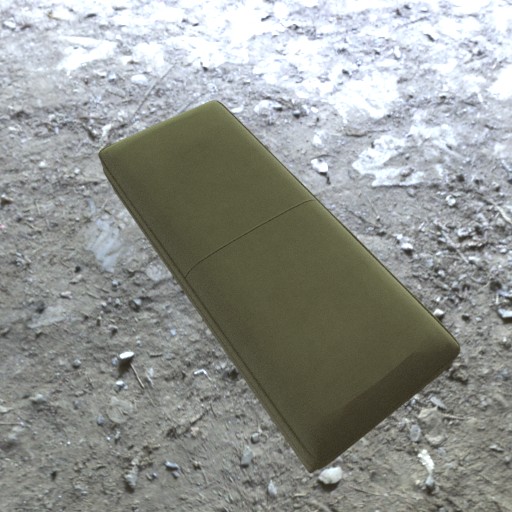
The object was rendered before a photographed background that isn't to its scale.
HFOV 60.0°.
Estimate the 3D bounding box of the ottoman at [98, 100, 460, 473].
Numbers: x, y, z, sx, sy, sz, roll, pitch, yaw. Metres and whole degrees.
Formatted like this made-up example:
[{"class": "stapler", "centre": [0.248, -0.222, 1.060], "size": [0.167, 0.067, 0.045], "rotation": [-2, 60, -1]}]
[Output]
[{"class": "ottoman", "centre": [0.000, 0.000, 2.025], "size": [0.735, 0.460, 1.726], "rotation": [-31, 63, -18]}]
